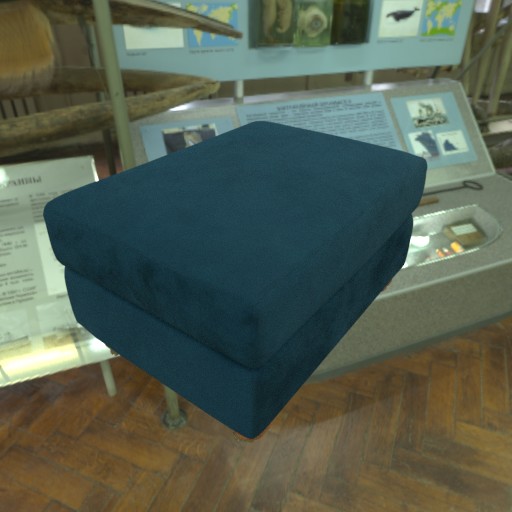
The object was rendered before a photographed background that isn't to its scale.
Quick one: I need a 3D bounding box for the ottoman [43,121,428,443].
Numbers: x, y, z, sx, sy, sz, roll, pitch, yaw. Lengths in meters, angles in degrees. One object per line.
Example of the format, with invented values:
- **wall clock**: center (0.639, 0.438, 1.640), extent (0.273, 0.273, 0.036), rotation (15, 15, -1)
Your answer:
- **ottoman**: center (0.000, 0.000, 1.125), extent (0.572, 0.503, 0.773), rotation (22, 39, 30)
